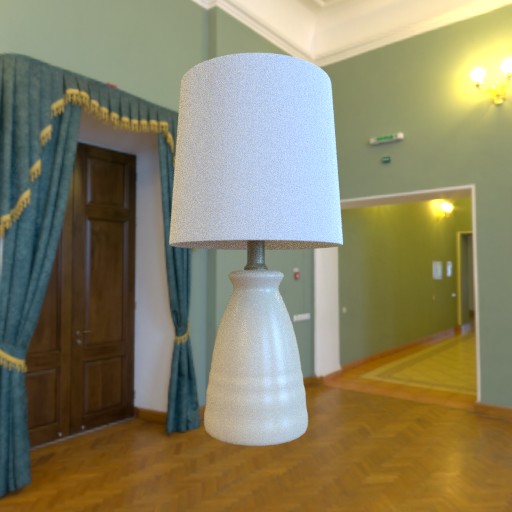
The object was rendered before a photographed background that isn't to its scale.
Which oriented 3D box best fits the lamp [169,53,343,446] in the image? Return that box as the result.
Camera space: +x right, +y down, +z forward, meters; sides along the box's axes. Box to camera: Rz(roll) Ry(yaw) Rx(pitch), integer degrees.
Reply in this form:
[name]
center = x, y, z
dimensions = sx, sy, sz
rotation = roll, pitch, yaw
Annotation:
[lamp]
center = 0.000, 0.000, 0.484
dimensions = 0.186, 0.369, 0.186
rotation = 0, -2, 0
